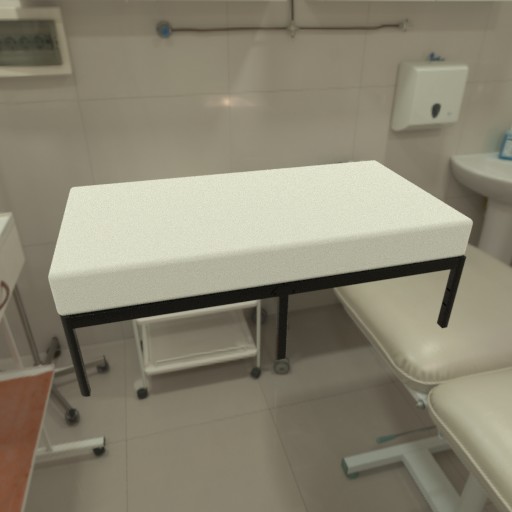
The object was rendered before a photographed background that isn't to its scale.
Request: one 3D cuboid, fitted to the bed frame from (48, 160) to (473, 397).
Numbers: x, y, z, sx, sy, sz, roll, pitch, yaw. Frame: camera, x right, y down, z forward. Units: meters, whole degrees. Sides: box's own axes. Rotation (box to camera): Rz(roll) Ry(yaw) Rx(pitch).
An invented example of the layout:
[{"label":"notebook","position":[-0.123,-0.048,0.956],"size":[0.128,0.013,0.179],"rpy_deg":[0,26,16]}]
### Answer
[{"label":"bed frame","position":[0.000,0.000,2.514],"size":[1.950,0.659,1.023],"rpy_deg":[-8,31,-13]}]
